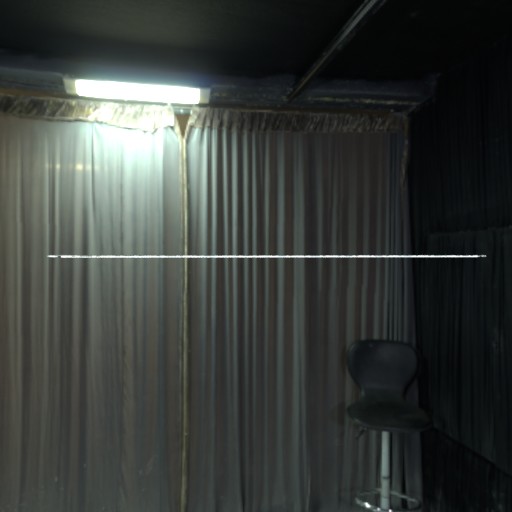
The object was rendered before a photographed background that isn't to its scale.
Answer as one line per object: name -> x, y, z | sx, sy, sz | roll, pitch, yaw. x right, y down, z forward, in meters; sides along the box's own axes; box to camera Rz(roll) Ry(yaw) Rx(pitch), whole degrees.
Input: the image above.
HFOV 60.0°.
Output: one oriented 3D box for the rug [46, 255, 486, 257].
rug -> 0.000, 0.000, 3.017 | 2.410, 0.011, 1.539 | 0, 0, -18
